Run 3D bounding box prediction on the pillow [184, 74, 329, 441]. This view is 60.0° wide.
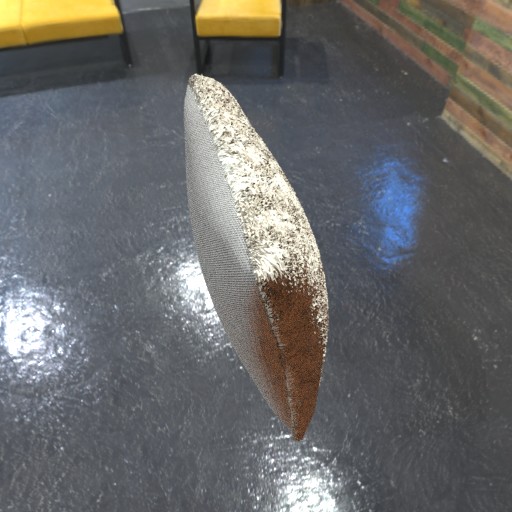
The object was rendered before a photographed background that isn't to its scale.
[{"bbox_3d":[0.000,0.000,0.833,0.218,0.515,0.529,-11,48,-10],"label":"pillow"}]
